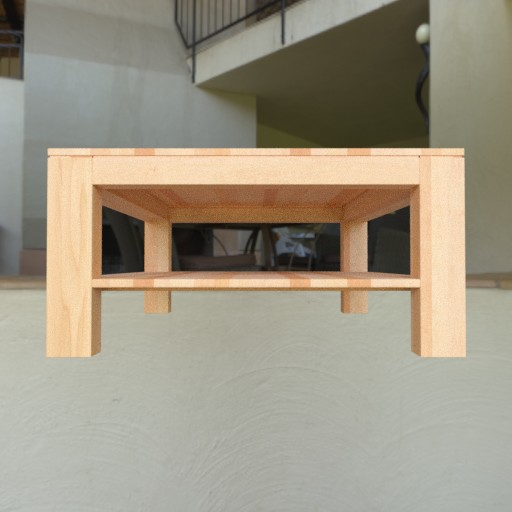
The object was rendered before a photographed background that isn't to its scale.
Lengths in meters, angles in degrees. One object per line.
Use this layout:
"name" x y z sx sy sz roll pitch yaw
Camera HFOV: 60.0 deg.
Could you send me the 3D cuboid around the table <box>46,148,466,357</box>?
"table" 0.000 0.000 1.403 0.900 0.450 0.900 0 -1 0
